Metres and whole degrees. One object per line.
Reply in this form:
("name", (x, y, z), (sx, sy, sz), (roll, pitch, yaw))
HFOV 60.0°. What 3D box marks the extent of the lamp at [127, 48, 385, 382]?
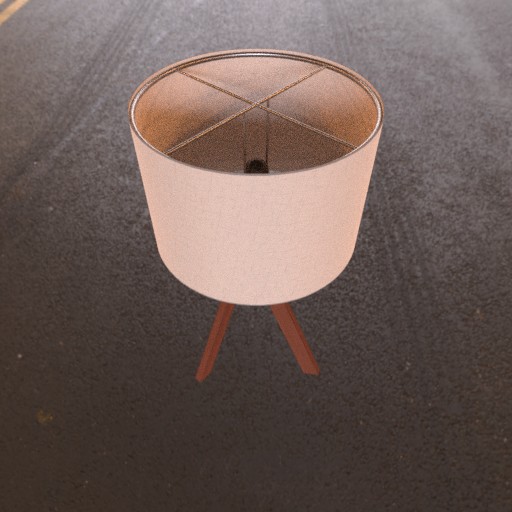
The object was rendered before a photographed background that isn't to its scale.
("lamp", (0.000, 0.000, 0.916), (0.380, 0.686, 0.380), (33, 55, 27))
